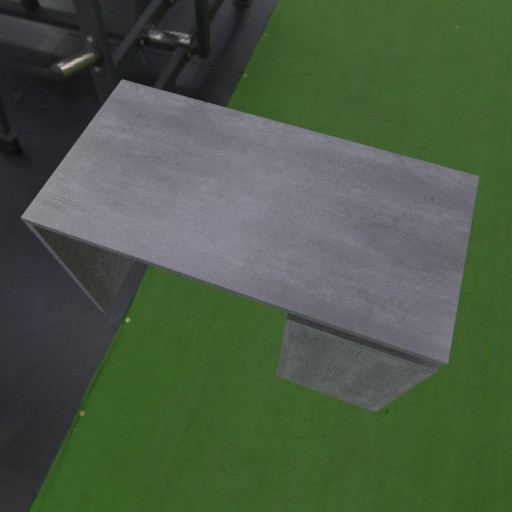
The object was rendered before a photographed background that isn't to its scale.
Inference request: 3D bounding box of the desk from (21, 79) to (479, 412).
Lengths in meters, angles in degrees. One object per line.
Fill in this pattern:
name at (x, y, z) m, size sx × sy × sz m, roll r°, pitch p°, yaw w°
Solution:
desk at (0.000, 0.000, 1.615) m, size 1.200 × 0.740 × 0.600 m, roll 18°, pitch 63°, yaw 9°
